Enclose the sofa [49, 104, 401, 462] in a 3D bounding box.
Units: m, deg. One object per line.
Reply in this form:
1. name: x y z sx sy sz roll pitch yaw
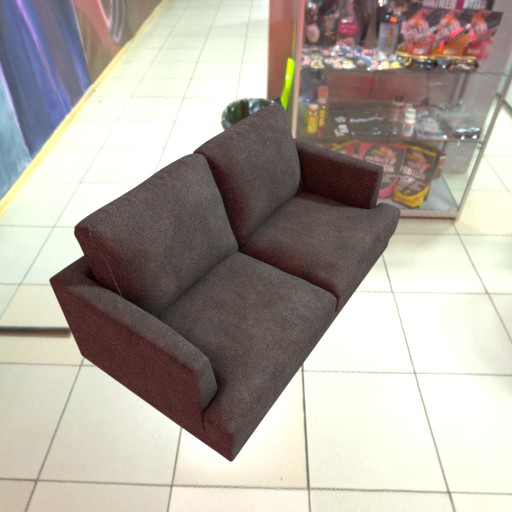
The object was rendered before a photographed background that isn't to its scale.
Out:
1. sofa: 0.000 0.000 2.142 0.903 0.956 1.582 25 47 25
